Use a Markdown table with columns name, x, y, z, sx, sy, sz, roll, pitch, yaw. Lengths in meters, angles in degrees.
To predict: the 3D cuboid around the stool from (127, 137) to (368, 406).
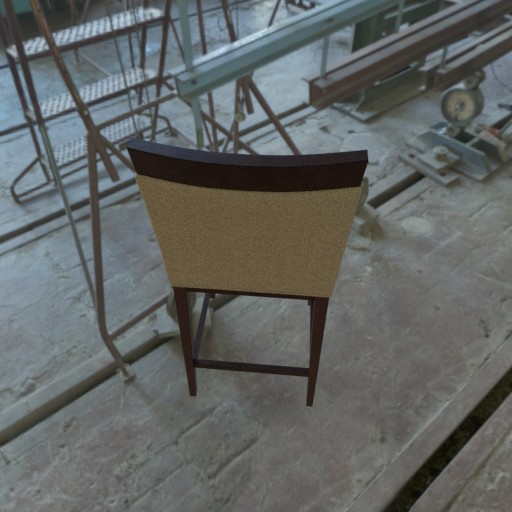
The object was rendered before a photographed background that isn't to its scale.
| name | x | y | z | sx | sy | sz | roll | pitch | yaw |
| --- | --- | --- | --- | --- | --- | --- | --- | --- | --- |
| stool | 0.000 | 0.000 | 1.326 | 0.463 | 1.011 | 0.480 | 4 | 47 | 4 |
